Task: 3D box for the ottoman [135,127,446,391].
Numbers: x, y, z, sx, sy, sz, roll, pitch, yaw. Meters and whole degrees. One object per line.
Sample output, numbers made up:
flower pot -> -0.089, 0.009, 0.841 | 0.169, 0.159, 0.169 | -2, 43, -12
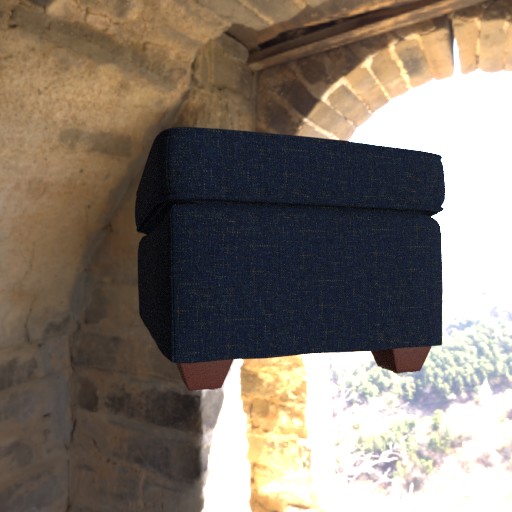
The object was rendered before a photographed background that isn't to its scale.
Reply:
ottoman -> 0.000, 0.000, 1.085 | 0.549, 0.450, 0.749 | 1, -2, -18
